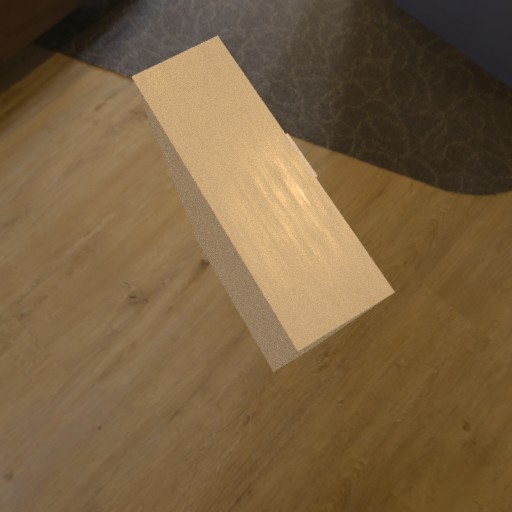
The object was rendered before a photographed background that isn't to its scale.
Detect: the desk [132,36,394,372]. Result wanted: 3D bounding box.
[{"bbox_3d":[0.000,0.000,1.602,0.250,1.280,0.750,-30,76,-8],"label":"desk"}]
